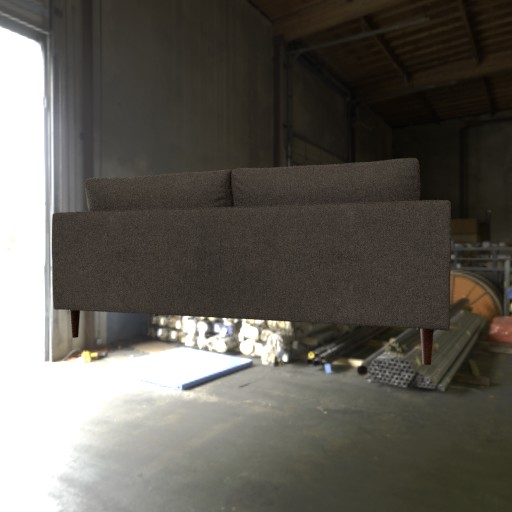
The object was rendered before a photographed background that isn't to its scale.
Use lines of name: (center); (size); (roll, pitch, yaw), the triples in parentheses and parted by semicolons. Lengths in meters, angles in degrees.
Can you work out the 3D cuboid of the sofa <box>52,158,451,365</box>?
sofa: (0.000, 0.000, 2.495); (1.948, 0.868, 1.020); (0, 1, 18)
